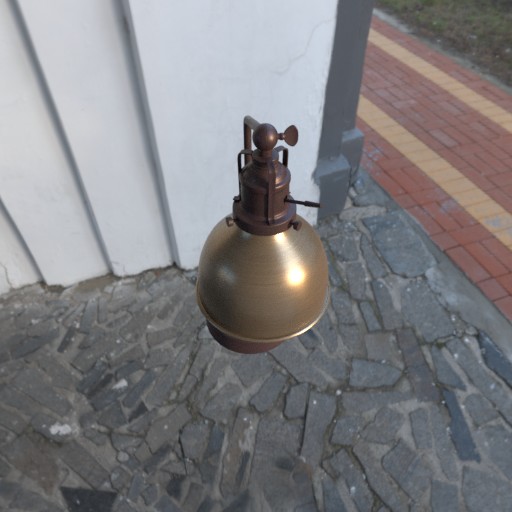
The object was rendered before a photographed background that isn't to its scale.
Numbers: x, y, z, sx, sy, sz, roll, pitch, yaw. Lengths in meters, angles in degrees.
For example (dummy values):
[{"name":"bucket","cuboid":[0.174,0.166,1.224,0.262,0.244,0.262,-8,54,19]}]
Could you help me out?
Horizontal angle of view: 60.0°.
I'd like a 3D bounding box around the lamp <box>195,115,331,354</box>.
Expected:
[{"name":"lamp","cuboid":[0.000,0.000,0.611,0.175,0.469,0.298,-4,48,-4]}]
